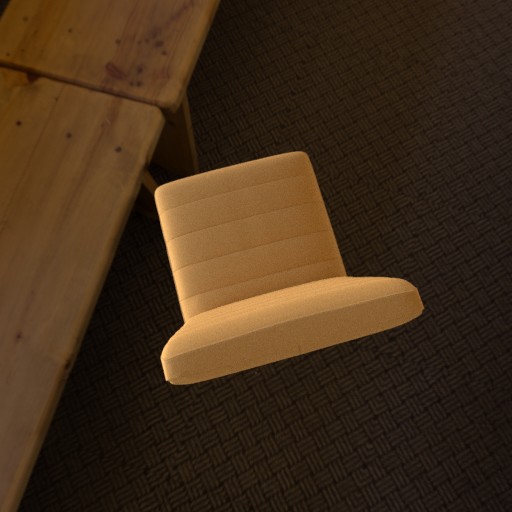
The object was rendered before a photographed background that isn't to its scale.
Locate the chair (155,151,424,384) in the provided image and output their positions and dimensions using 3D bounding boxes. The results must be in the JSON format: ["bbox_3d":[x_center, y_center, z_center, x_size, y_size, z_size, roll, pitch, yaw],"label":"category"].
[{"bbox_3d":[0.000,0.000,1.331,0.520,0.930,0.634,-15,76,-4],"label":"chair"}]
